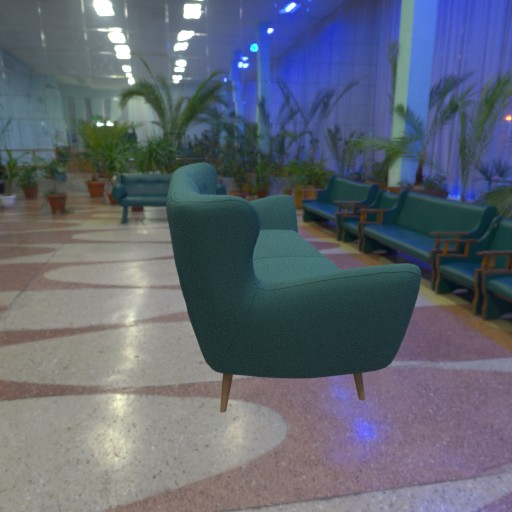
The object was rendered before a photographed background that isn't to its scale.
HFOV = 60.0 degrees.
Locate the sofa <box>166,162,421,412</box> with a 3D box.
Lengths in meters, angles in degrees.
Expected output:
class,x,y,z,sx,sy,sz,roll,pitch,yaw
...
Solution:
class,x,y,z,sx,sy,sz,roll,pitch,yaw
sofa,0.000,0.000,2.391,0.889,0.890,1.930,-3,16,-9
